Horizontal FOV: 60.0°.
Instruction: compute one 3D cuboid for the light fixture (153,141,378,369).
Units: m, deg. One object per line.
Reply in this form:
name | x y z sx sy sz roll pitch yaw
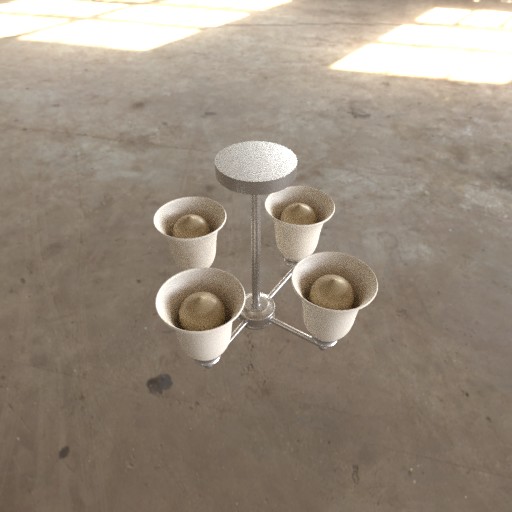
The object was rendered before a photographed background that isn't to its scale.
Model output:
light fixture | 0.000 0.000 0.766 0.427 0.370 0.427 24 46 25
